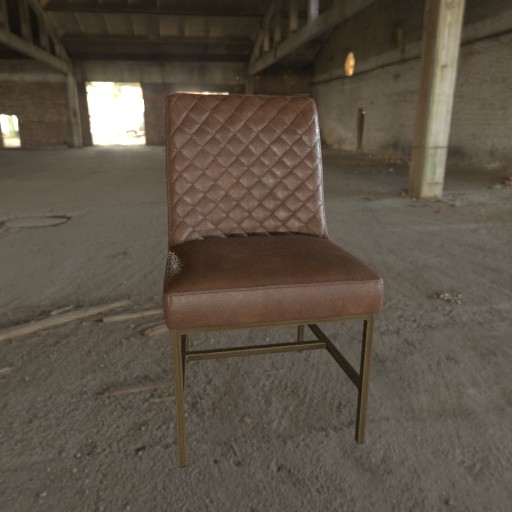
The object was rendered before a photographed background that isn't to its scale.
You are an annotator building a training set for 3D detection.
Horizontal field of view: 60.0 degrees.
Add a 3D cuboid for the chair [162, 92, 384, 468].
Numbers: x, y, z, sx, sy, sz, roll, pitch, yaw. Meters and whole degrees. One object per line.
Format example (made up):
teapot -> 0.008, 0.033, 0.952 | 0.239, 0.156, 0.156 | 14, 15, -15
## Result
chair -> 0.000, 0.000, 1.245 | 0.508, 0.889, 0.587 | -3, 17, -10
